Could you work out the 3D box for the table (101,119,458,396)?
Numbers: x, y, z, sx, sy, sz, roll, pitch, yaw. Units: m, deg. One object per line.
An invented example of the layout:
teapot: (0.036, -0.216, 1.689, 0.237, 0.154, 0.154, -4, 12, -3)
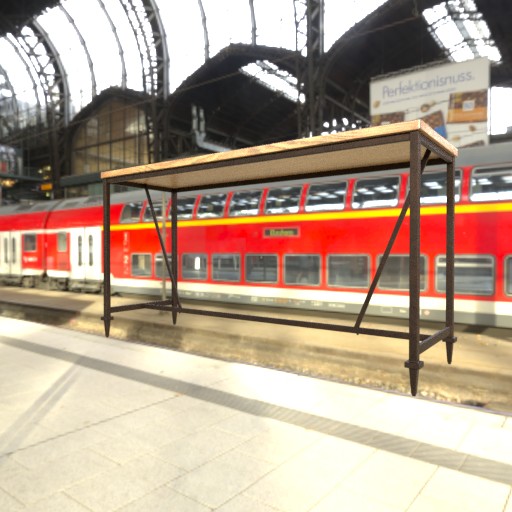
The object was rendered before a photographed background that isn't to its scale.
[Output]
table: (0.000, 0.000, 2.143, 1.700, 0.902, 0.551, 1, 1, 36)
